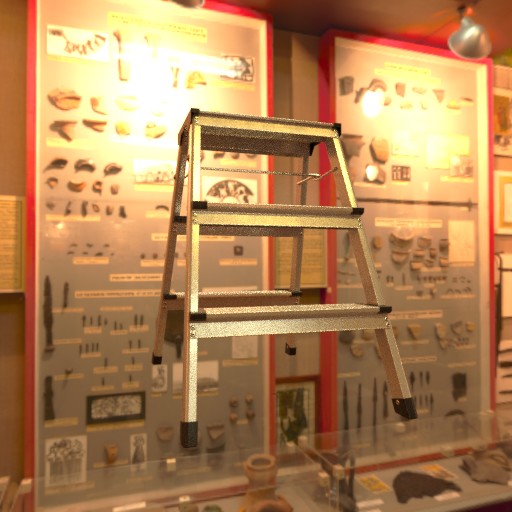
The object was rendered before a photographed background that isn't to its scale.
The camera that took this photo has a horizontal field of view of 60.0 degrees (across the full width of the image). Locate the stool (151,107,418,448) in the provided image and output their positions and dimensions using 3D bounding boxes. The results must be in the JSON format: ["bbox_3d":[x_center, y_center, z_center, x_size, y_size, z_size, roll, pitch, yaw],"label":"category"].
[{"bbox_3d":[0.000,0.000,1.052,0.437,0.605,0.622,0,-1,-18],"label":"stool"}]
